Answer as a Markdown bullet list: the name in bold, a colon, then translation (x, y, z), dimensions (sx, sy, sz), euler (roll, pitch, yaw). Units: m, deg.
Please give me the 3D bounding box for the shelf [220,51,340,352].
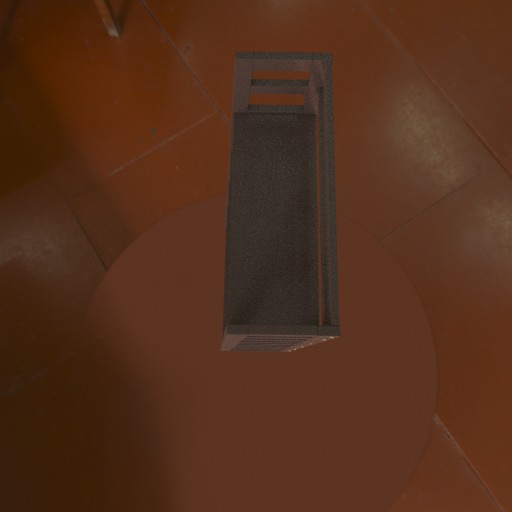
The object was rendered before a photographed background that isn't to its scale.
- **shelf**: translation (0.000, 0.000, 1.894), dimensions (0.403, 1.600, 0.763), euler (1, 77, 0)
